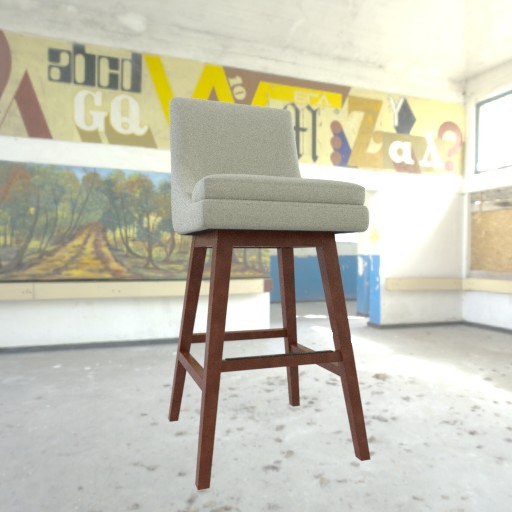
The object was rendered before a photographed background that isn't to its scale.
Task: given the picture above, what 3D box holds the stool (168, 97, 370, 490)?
[{"bbox_3d":[0.000,0.000,1.354,0.470,1.092,0.559,0,0,-19],"label":"stool"}]
